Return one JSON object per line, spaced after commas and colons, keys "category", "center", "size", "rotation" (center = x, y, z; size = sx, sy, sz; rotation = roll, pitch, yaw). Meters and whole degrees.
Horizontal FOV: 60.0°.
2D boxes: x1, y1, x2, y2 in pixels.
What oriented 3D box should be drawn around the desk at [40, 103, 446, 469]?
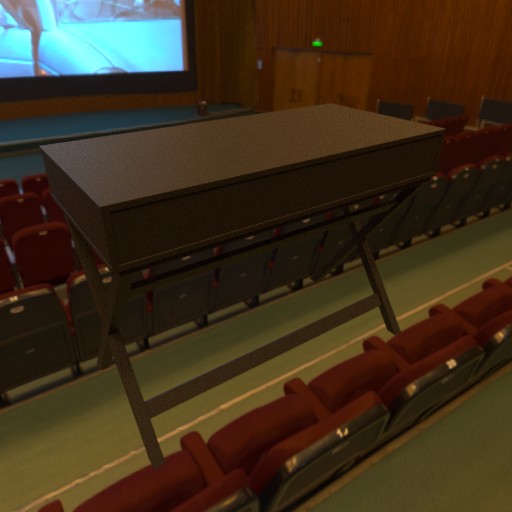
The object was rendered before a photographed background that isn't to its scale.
{"category": "desk", "center": [0.000, 0.000, 1.456], "size": [1.057, 0.780, 0.504], "rotation": [-19, 34, -30]}
